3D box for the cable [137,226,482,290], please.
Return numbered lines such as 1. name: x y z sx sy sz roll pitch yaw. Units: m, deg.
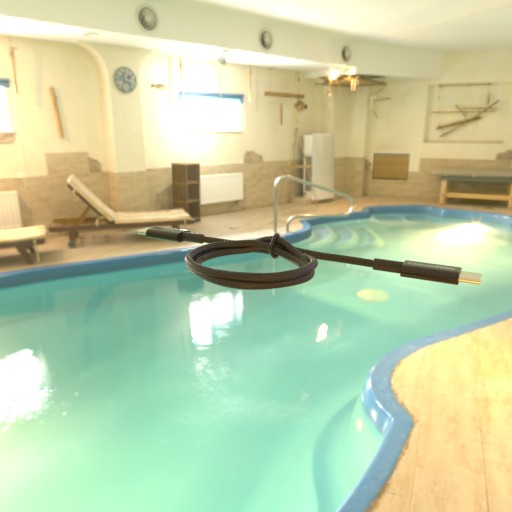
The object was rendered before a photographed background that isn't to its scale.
1. cable: 0.000 0.000 0.224 0.203 0.014 0.070 9 18 28
